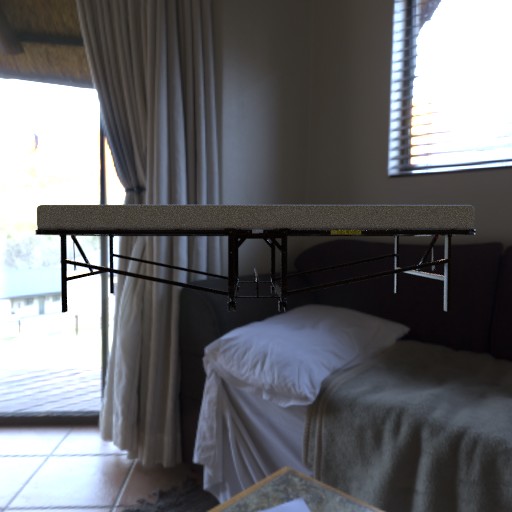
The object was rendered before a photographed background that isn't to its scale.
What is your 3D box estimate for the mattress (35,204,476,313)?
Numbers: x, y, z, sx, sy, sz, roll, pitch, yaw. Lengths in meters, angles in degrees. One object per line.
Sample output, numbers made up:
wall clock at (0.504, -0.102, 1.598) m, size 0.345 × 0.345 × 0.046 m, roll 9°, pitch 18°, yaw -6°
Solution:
mattress at (0.000, 0.000, 2.541) m, size 2.153 × 0.519 × 0.922 m, roll 0°, pitch 2°, yaw -1°
